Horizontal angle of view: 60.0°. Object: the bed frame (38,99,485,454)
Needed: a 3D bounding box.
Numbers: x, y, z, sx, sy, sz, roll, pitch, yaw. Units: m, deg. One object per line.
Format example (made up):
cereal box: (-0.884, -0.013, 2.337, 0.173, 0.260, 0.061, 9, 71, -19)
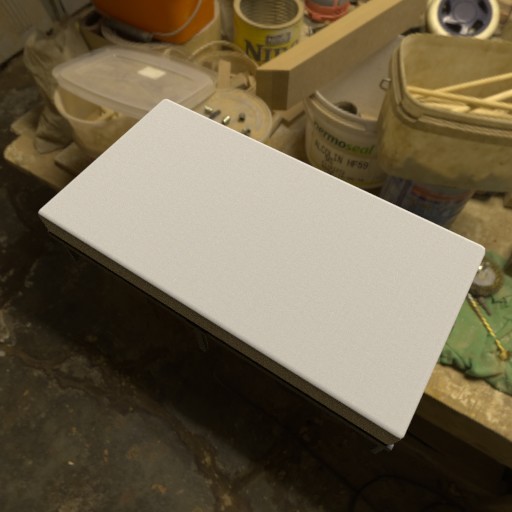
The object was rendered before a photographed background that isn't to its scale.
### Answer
bed frame: (0.000, 0.000, 3.150, 2.635, 0.680, 1.393, 29, 63, 16)
